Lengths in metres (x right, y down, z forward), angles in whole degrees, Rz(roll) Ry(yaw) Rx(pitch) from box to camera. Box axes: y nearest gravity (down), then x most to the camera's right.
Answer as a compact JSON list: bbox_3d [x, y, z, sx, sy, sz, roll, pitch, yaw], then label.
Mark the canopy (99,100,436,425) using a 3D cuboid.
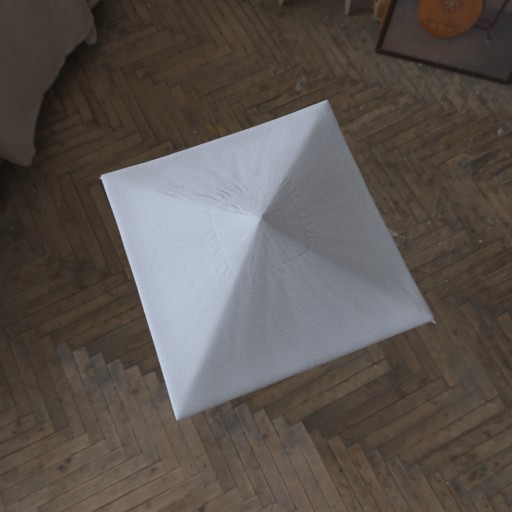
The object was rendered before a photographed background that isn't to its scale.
[{"bbox_3d":[0.000,0.000,5.632,3.043,2.997,3.121,-20,75,-5],"label":"canopy"}]
